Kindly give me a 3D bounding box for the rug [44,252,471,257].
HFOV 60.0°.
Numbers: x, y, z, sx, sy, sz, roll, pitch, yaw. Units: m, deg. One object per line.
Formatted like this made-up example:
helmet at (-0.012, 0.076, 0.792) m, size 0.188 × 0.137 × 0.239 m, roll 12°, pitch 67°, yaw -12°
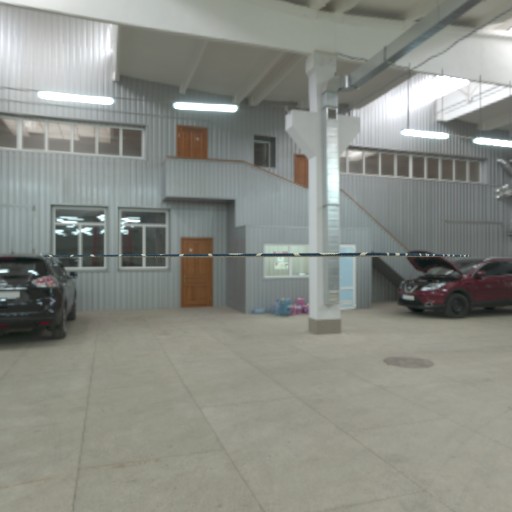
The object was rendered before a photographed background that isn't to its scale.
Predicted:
rug at (0.000, 0.000, 2.714) m, size 2.134 × 0.010 × 1.524 m, roll 0°, pitch 0°, yaw 36°
